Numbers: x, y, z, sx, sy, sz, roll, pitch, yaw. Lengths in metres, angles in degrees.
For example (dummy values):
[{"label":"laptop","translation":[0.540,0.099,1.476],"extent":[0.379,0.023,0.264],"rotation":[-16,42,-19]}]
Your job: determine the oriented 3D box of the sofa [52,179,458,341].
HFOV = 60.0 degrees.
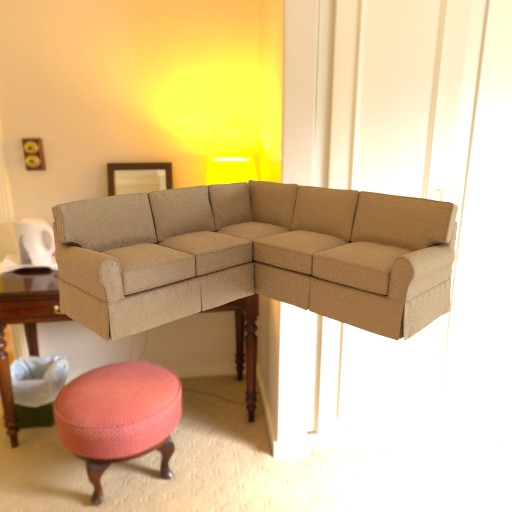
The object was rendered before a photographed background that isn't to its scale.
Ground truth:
[{"label":"sofa","translation":[0.000,0.000,4.165],"extent":[2.733,1.124,2.730],"rotation":[14,21,43]}]
